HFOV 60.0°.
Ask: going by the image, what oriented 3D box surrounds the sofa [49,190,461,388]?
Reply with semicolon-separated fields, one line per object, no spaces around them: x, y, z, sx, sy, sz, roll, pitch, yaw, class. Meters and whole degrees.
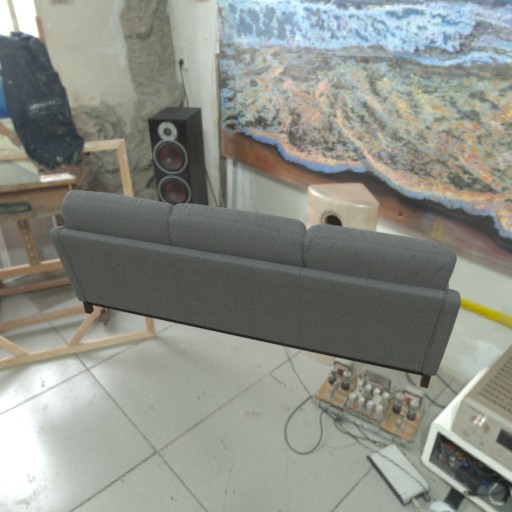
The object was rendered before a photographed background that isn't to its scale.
0.000;0.000;2.882;2.344;0.926;0.987;9;32;15;sofa
